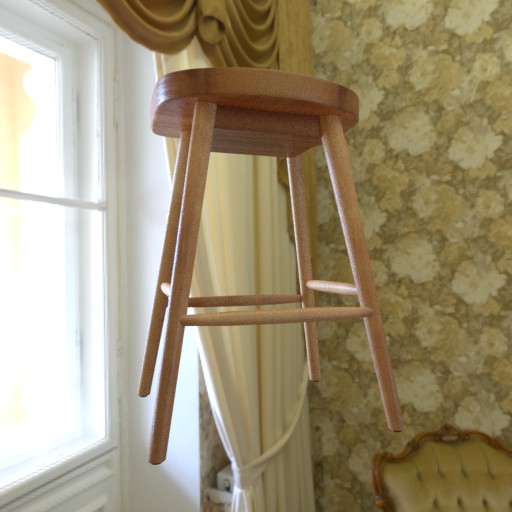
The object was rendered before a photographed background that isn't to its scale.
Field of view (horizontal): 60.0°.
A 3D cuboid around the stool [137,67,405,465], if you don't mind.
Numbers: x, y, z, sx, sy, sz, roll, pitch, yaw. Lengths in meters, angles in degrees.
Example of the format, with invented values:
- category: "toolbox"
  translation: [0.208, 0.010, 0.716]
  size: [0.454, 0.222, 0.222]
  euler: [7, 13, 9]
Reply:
- category: "stool"
  translation: [0.000, 0.000, 0.879]
  size: [0.440, 0.615, 0.361]
  euler: [0, -1, -17]
